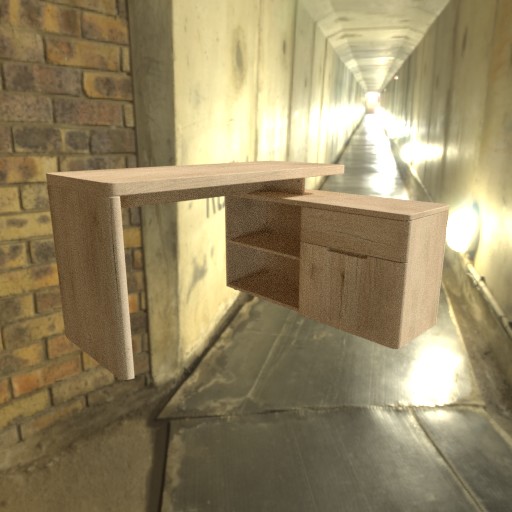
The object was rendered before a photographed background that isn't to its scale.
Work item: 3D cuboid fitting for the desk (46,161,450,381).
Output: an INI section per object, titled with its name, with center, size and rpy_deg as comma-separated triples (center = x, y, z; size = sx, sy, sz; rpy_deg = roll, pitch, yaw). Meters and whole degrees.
[desk]
center = 0.000, 0.000, 2.056
size = 1.400, 0.770, 1.175
rpy_deg = -14, 21, -42
